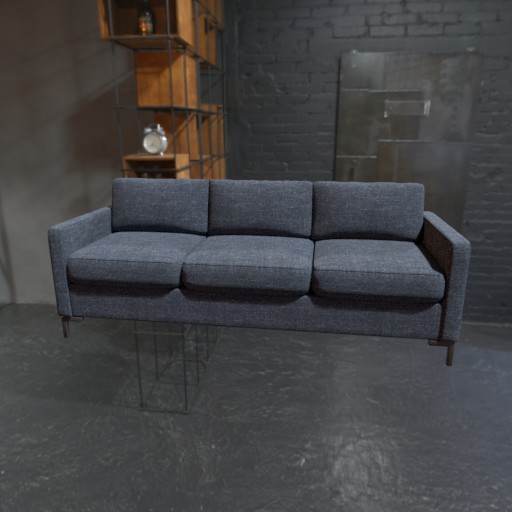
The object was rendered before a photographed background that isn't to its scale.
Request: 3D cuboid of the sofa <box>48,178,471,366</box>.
[{"bbox_3d":[0.000,0.000,2.718,2.218,0.874,0.859,2,16,8],"label":"sofa"}]
